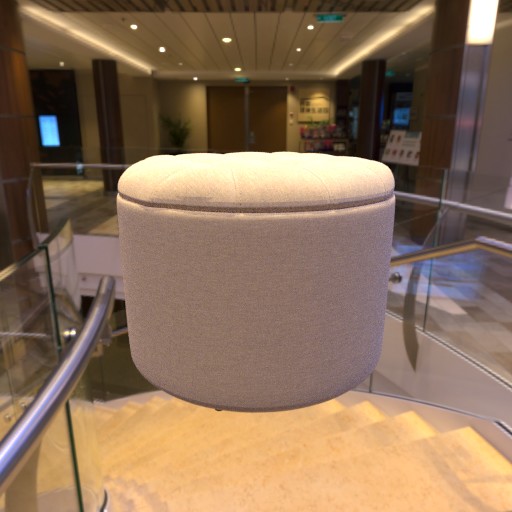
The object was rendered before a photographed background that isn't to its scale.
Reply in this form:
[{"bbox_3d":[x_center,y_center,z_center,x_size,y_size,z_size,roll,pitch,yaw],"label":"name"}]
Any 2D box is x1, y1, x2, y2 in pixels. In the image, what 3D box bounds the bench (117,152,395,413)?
[{"bbox_3d":[0.000,0.000,1.034,0.600,0.454,0.600,0,16,0],"label":"bench"}]
